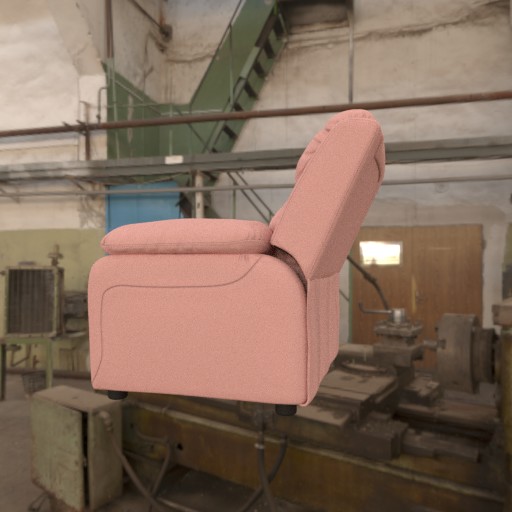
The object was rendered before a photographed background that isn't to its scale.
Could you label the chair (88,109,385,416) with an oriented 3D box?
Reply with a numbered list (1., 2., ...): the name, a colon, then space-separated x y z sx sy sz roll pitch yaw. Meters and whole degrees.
1. chair: 0.000 0.000 1.267 0.709 0.702 0.680 0 0 17
